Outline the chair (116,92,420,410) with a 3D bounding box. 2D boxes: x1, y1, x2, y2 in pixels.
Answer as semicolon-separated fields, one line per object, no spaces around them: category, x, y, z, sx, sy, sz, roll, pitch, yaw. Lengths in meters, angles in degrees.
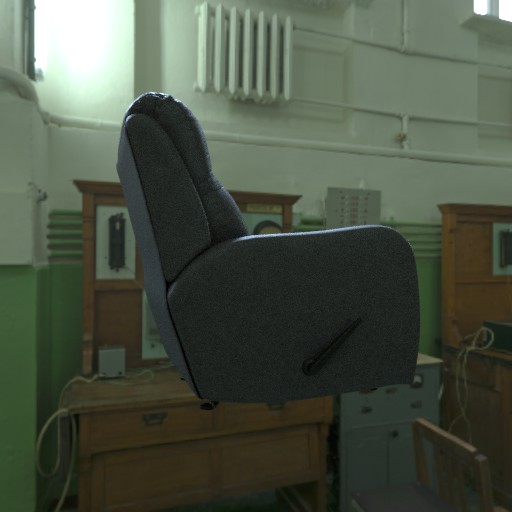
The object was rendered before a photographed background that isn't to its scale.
chair;0.000;0.000;1.810;1.067;1.067;0.865;0;0;-20
